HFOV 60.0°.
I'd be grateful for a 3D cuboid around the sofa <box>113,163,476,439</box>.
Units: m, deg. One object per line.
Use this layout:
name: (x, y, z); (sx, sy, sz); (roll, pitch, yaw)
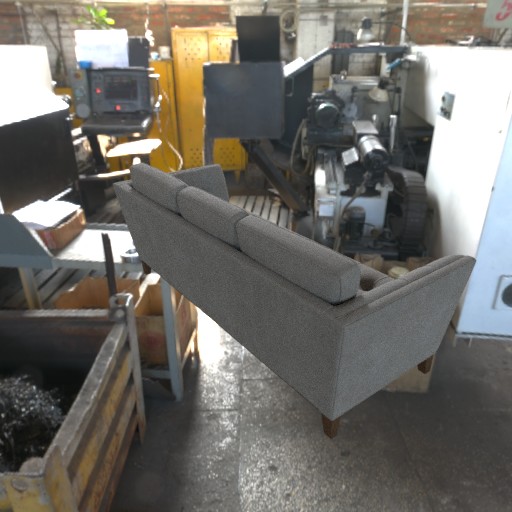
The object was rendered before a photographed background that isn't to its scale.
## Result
sofa: (0.000, 0.000, 2.931); (0.965, 0.940, 2.387); (-18, 31, -33)
